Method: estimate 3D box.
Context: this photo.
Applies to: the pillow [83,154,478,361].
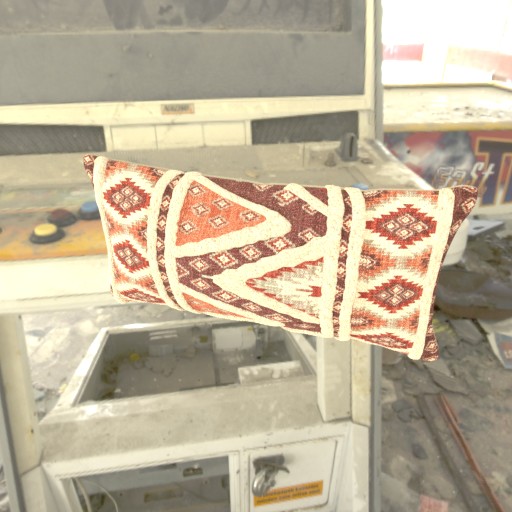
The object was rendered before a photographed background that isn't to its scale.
[{"bbox_3d":[0.000,0.000,0.720,0.608,0.295,0.161,8,29,15],"label":"pillow"}]
